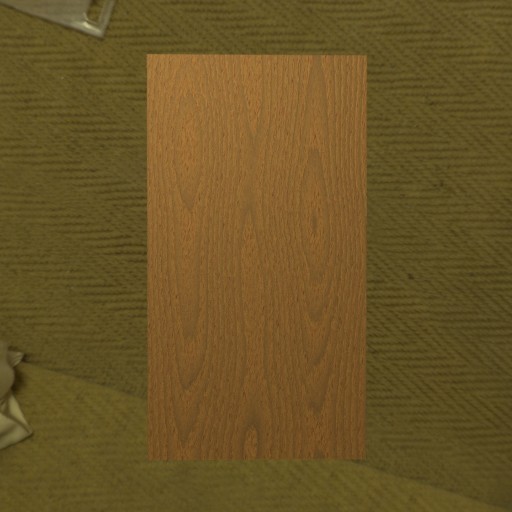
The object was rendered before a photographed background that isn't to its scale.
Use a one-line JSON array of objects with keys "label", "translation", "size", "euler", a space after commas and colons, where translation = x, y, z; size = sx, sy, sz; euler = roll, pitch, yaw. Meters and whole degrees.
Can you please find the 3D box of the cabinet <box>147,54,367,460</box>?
[{"label": "cabinet", "translation": [0.000, 0.000, 1.148], "size": [0.388, 0.748, 0.712], "euler": [0, 91, -1]}]
